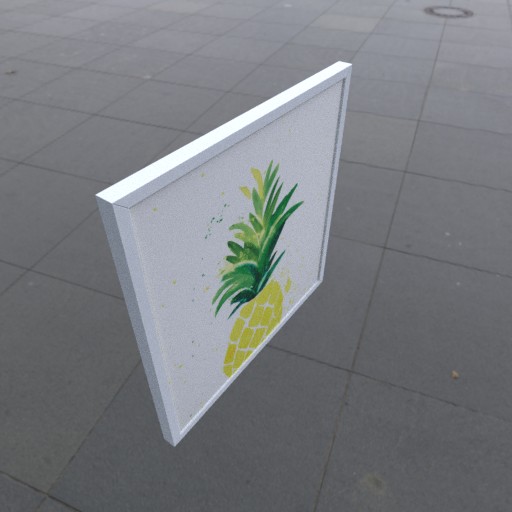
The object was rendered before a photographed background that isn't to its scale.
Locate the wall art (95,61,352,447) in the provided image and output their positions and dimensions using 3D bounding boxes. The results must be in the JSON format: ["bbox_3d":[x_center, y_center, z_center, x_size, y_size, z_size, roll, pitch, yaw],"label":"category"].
[{"bbox_3d":[0.000,0.000,1.139,0.038,0.761,0.763,26,47,27],"label":"wall art"}]
